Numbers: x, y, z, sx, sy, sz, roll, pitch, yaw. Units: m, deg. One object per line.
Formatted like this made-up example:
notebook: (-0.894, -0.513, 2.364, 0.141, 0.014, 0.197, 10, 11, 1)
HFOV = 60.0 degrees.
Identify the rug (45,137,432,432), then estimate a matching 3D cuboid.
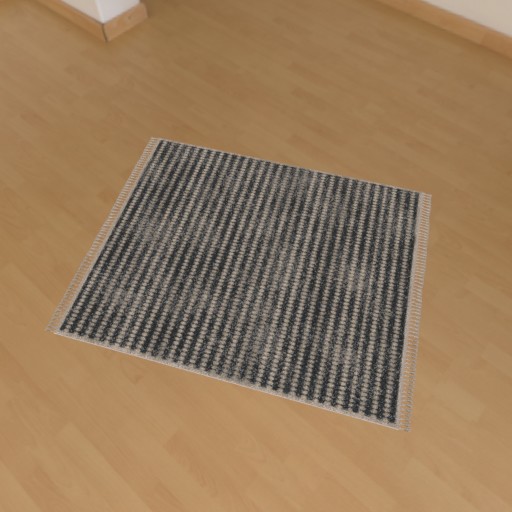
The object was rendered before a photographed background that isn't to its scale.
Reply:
rug: (0.000, 0.000, 3.924, 2.910, 0.013, 2.256, 13, 60, 8)
